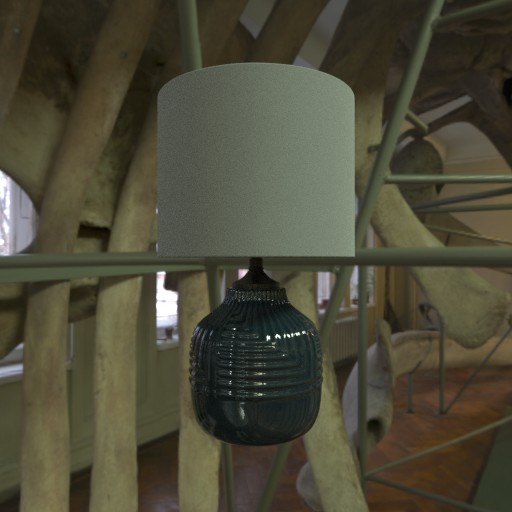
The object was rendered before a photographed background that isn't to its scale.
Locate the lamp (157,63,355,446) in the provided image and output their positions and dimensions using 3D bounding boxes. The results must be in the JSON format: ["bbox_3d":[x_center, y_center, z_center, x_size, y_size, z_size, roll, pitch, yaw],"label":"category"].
[{"bbox_3d":[0.000,0.000,0.730,0.318,0.567,0.318,0,0,0],"label":"lamp"}]
